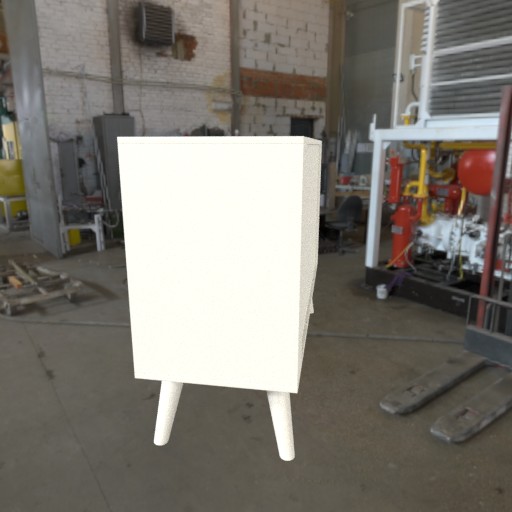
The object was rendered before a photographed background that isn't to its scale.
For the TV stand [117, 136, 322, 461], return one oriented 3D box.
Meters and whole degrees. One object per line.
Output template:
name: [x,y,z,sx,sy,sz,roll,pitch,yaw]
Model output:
TV stand: [0.000,0.000,1.599,0.406,0.812,1.193,2,14,10]
